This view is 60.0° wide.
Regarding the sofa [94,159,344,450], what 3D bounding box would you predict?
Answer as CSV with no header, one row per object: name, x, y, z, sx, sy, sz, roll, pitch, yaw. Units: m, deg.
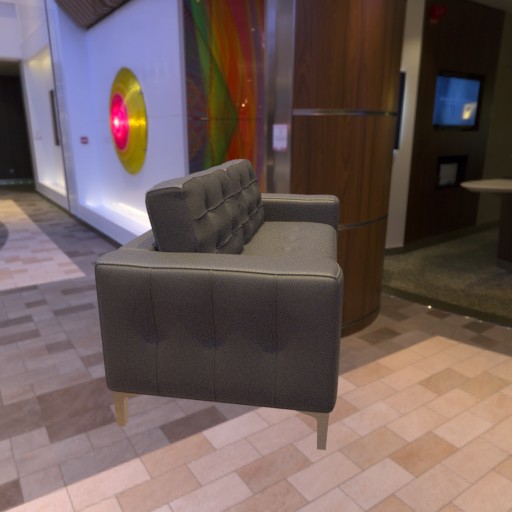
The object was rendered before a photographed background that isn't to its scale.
sofa,0.000,0.000,2.249,0.833,0.893,1.726,3,16,9
